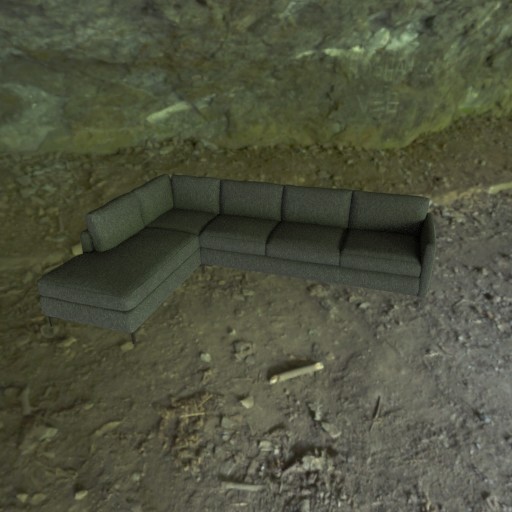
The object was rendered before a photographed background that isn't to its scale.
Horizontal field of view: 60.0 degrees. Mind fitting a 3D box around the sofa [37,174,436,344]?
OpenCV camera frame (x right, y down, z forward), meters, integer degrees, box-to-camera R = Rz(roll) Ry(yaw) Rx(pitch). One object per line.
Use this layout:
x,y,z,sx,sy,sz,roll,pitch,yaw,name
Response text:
0.000,0.000,3.840,2.949,0.815,2.007,8,27,16,sofa
